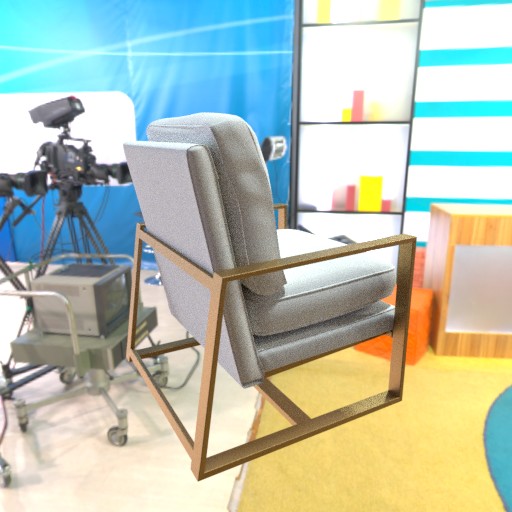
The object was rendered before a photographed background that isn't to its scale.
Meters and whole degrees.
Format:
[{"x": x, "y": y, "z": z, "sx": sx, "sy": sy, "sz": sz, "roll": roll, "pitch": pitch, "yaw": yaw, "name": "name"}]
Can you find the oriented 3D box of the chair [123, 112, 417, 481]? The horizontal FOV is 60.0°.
[{"x": 0.000, "y": 0.000, "z": 1.599, "sx": 0.813, "sy": 0.966, "sz": 0.805, "roll": -9, "pitch": 18, "yaw": -28, "name": "chair"}]
